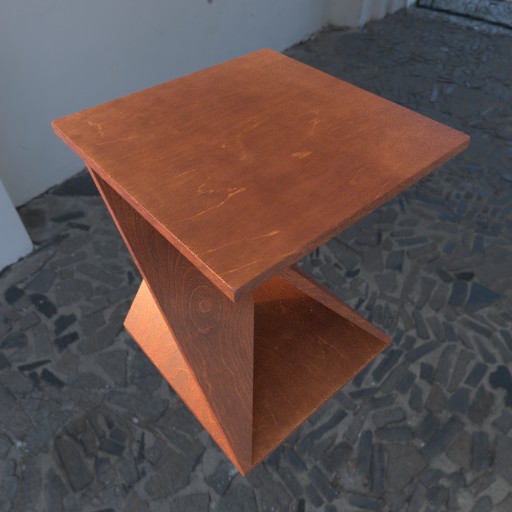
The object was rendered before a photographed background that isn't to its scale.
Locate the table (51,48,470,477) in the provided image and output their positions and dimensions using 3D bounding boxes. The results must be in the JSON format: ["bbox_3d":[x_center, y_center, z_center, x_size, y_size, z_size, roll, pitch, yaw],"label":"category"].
[{"bbox_3d":[0.000,0.000,0.820,0.427,0.520,0.427,-32,54,-27],"label":"table"}]
